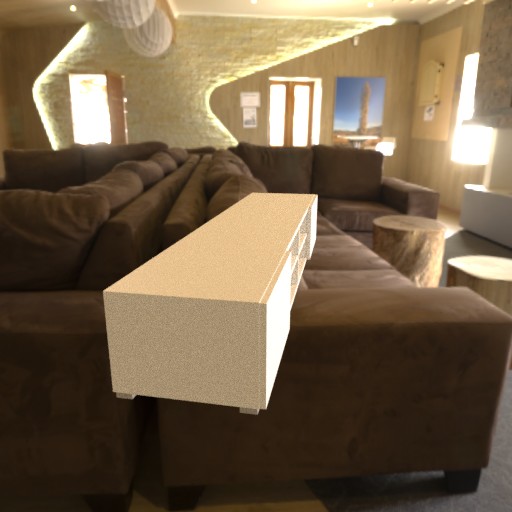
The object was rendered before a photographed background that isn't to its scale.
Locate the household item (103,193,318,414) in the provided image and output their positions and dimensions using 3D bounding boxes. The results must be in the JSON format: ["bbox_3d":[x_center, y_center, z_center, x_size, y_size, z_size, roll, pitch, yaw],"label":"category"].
[{"bbox_3d":[0.000,0.000,1.994,0.420,0.310,1.850,3,16,11],"label":"household item"}]
